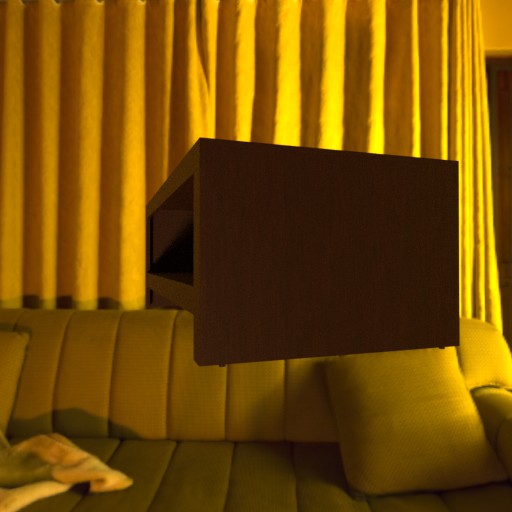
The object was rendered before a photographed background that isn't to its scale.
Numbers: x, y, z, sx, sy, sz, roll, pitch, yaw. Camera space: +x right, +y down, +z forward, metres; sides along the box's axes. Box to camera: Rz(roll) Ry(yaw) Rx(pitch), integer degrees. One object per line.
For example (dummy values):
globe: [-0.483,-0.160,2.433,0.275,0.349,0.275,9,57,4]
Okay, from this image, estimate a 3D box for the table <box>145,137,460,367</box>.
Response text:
table: [0.000,0.000,1.427,0.597,0.424,1.099,0,-1,-19]
